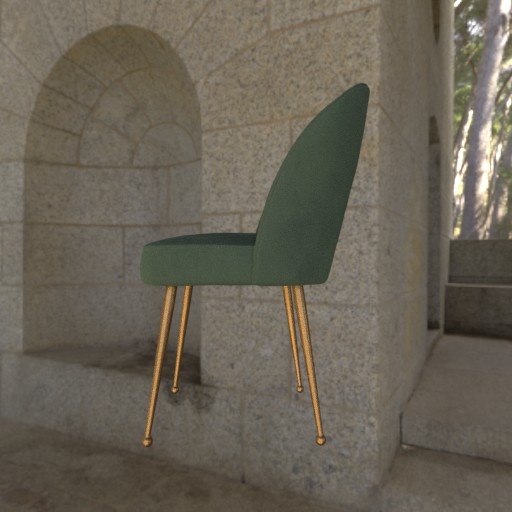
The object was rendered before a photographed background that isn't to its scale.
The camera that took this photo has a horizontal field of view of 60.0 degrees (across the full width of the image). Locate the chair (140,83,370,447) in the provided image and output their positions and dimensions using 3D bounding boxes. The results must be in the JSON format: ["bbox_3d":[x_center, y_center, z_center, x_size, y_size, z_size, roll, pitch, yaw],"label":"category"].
[{"bbox_3d":[0.000,0.000,1.198,0.577,0.860,0.527,0,0,-1],"label":"chair"}]
